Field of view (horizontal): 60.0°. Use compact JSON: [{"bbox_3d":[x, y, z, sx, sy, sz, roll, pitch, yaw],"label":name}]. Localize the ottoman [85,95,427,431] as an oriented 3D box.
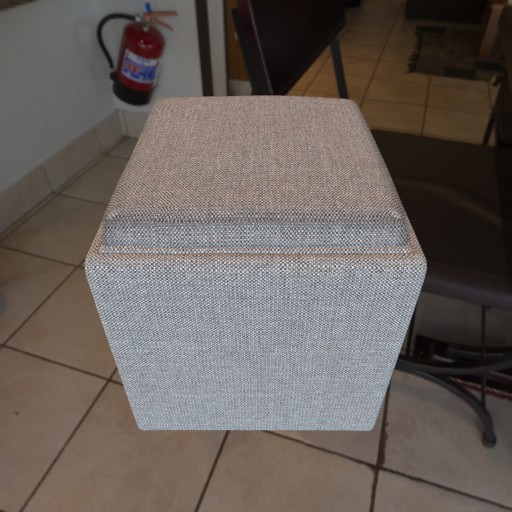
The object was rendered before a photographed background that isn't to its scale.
[{"bbox_3d":[0.000,0.000,0.832,0.436,0.487,0.454,0,41,0],"label":"ottoman"}]
